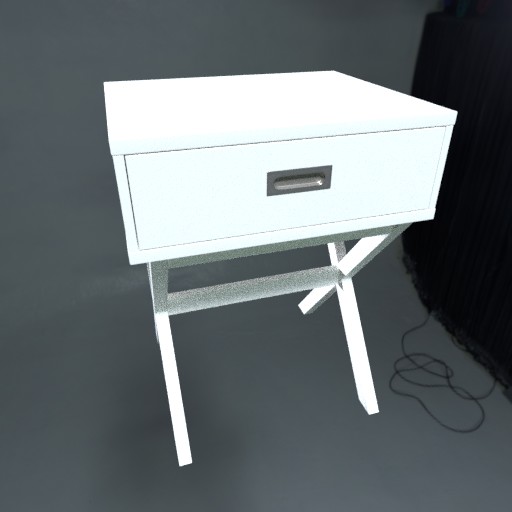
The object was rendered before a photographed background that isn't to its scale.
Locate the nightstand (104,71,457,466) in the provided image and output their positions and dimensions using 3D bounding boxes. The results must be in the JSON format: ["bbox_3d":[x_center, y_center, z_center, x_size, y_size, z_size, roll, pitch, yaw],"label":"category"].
[{"bbox_3d":[0.000,0.000,0.895,0.479,0.623,0.402,-9,32,-15],"label":"nightstand"}]
